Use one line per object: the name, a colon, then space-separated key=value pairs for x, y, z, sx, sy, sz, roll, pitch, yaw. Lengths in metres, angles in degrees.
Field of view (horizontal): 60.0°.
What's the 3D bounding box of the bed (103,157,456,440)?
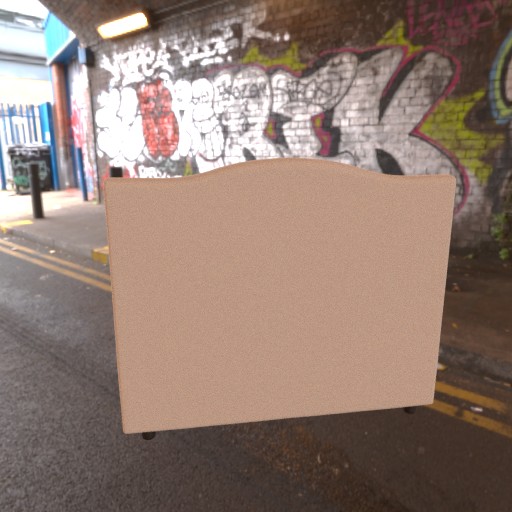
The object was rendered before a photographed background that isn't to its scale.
bed: x=0.000 y=0.000 z=3.289 sx=1.753 sy=1.460 sz=2.143 roll=-2 pitch=14 yaw=-9
